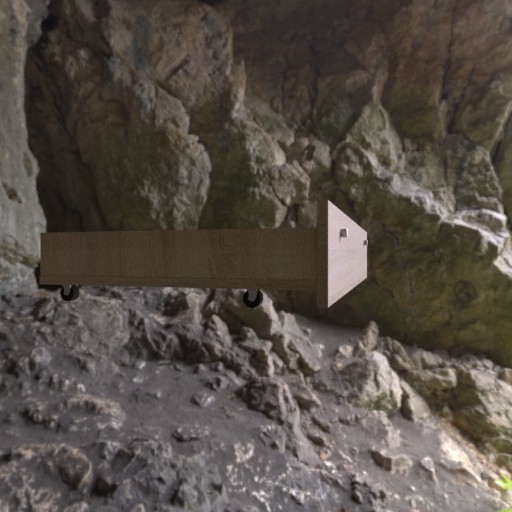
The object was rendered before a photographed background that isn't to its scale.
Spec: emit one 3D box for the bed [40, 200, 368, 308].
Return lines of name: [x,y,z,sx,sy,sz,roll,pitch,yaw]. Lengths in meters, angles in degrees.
bed: [0.000,0.000,1.495,0.685,0.209,1.200,0,0,17]
